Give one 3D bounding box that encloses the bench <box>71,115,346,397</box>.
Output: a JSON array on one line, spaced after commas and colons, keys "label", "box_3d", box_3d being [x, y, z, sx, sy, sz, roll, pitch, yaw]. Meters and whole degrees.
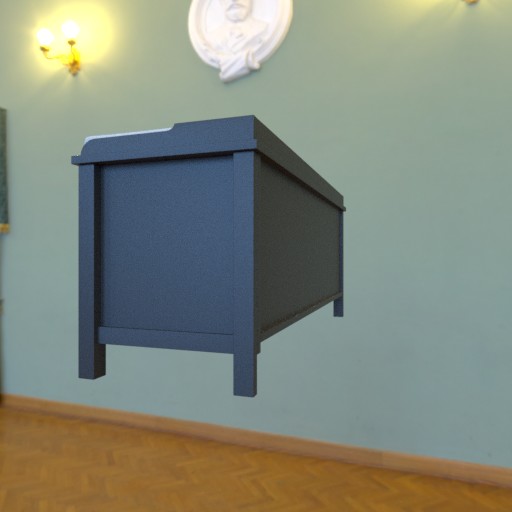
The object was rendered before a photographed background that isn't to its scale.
[{"label": "bench", "box_3d": [0.000, 0.000, 1.372, 0.398, 0.501, 1.140, 0, 0, 19]}]
